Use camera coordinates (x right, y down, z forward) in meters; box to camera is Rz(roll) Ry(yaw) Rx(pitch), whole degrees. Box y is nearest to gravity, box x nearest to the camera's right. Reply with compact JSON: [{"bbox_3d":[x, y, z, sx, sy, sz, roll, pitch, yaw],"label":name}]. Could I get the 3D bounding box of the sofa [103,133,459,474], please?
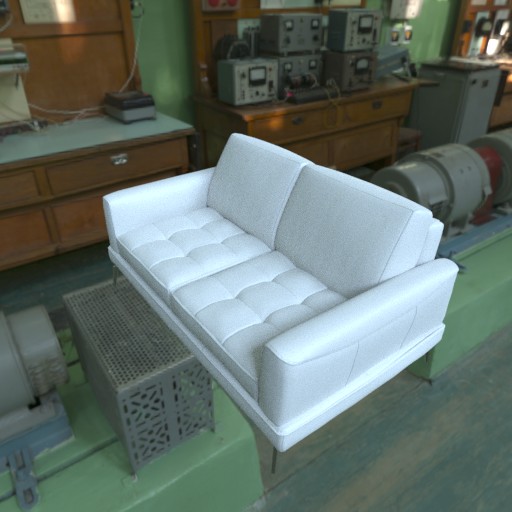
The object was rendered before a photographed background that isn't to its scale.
[{"bbox_3d":[0.000,0.000,2.452,1.121,0.930,1.819,-21,38,-31],"label":"sofa"}]
